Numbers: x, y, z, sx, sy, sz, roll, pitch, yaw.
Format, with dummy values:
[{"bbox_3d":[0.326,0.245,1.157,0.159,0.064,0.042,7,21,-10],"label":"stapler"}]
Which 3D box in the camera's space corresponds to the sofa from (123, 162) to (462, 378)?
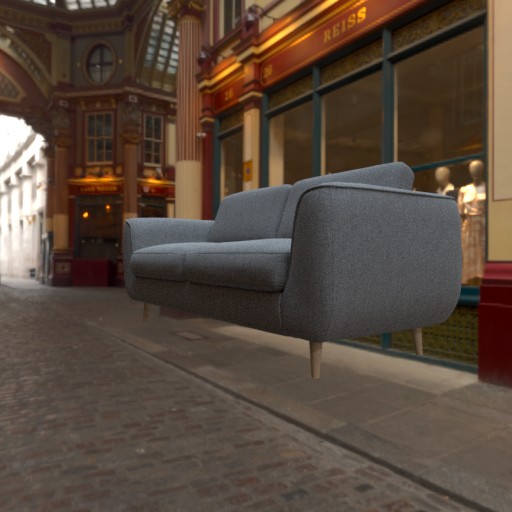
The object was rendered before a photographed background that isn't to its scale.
[{"bbox_3d":[0.000,0.000,2.441,0.920,0.870,2.000,0,0,-35],"label":"sofa"}]
